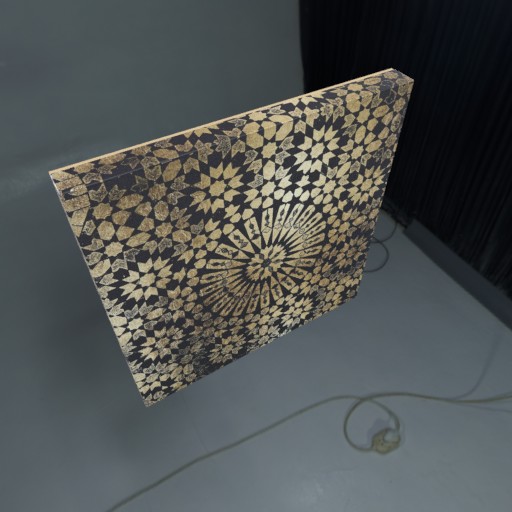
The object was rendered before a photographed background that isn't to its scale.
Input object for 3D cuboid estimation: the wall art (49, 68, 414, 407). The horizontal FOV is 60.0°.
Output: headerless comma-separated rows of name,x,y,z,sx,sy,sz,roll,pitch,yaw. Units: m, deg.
wall art,0.000,0.000,0.598,0.405,0.405,0.038,-24,51,-21
